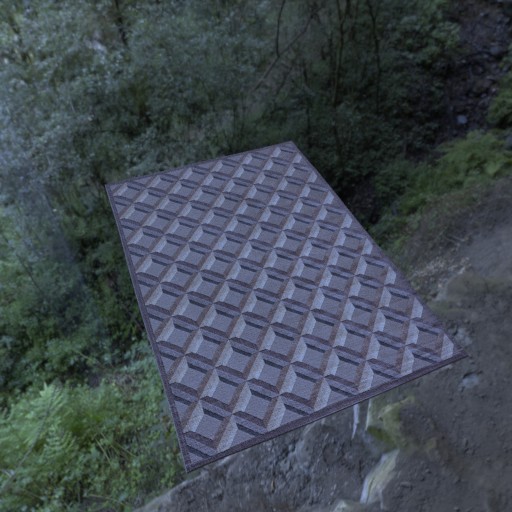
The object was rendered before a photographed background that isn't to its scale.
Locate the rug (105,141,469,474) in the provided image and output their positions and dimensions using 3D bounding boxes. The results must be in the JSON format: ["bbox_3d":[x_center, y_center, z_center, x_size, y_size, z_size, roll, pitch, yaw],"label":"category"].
[{"bbox_3d":[0.000,0.000,2.922,1.600,0.013,2.260,-17,50,-15],"label":"rug"}]
